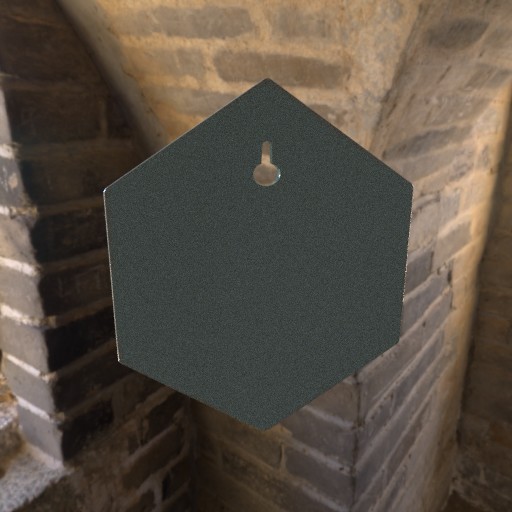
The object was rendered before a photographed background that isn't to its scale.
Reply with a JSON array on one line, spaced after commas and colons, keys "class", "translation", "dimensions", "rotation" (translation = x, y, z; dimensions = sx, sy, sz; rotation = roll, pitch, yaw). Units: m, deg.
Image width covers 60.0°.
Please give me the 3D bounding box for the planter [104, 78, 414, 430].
[{"class": "planter", "translation": [0.000, 0.000, 0.287], "dimensions": [0.169, 0.207, 0.078], "rotation": [-2, 15, -8]}]
